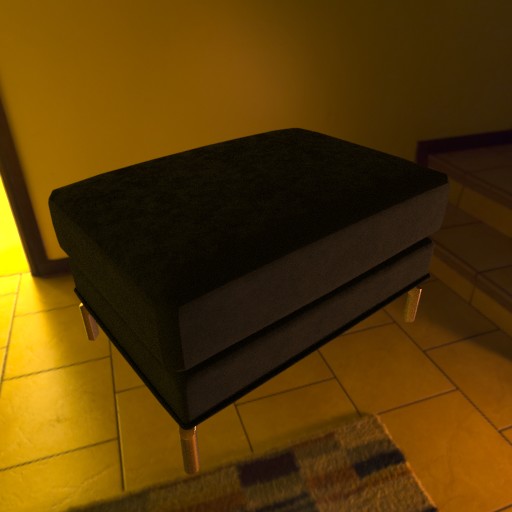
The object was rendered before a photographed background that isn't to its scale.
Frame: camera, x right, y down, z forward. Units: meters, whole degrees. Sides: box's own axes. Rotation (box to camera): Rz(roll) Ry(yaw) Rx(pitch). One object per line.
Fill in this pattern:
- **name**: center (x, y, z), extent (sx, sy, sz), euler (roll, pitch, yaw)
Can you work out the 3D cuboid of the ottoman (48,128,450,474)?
- **ottoman**: center (0.000, 0.000, 1.187), extent (0.835, 0.498, 0.587), euler (-23, 39, -33)
